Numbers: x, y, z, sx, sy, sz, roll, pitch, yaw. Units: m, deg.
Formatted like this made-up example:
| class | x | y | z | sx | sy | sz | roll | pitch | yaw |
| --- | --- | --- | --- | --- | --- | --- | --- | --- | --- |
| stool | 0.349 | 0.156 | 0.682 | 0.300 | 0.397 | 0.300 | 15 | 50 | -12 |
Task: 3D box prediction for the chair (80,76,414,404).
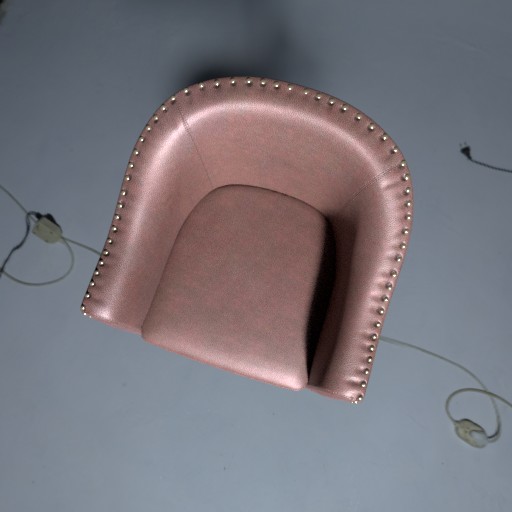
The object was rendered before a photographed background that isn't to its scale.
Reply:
| class | x | y | z | sx | sy | sz | roll | pitch | yaw |
| --- | --- | --- | --- | --- | --- | --- | --- | --- | --- |
| chair | 0.000 | 0.000 | 1.444 | 0.794 | 0.823 | 0.748 | 17 | 76 | 4 |
